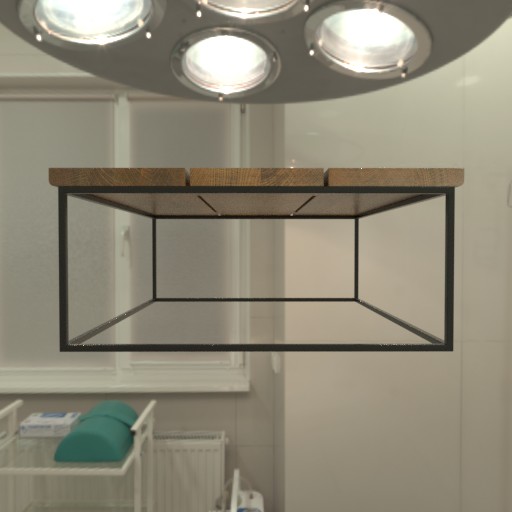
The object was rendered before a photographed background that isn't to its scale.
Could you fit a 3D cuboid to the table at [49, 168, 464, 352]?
[{"bbox_3d":[0.000,0.000,1.413,0.900,0.400,0.900,0,1,0],"label":"table"}]
